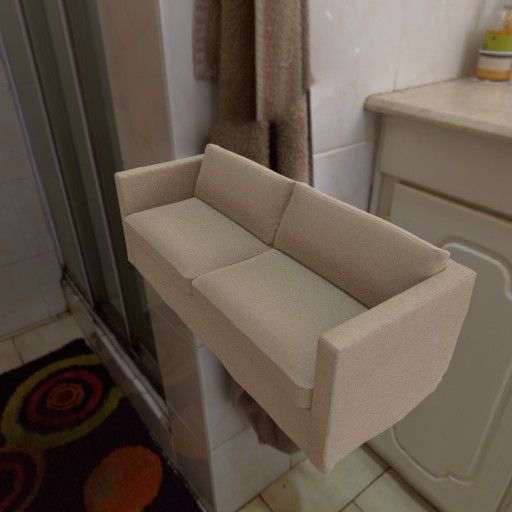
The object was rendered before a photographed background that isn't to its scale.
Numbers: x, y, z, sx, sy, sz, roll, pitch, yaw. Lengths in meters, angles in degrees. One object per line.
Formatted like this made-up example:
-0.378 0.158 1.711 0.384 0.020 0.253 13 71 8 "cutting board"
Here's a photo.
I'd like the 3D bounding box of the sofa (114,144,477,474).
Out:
0.000 0.000 2.783 0.962 0.853 2.312 -20 37 -30 "sofa"
